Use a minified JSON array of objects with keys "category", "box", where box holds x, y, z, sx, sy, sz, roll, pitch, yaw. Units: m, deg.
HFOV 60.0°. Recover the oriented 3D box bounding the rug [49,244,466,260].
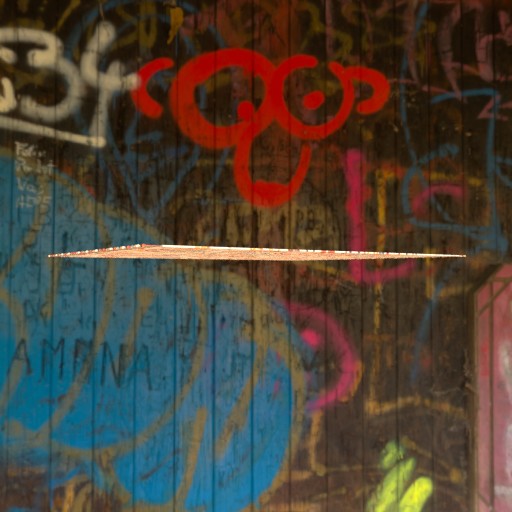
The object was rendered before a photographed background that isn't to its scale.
[{"category":"rug","box":[0.000,0.000,4.328,3.274,0.015,2.439,1,-2,-36]}]
